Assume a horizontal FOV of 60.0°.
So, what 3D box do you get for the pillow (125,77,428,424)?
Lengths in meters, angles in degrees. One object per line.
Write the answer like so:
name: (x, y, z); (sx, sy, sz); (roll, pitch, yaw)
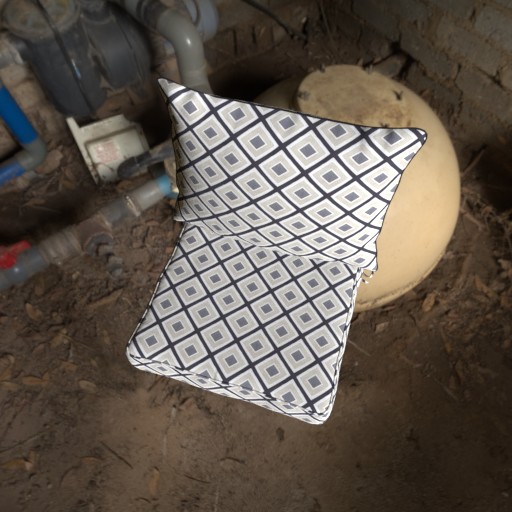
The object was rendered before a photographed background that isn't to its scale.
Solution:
pillow: (0.000, 0.000, 1.365); (0.798, 0.722, 0.733); (15, 60, 9)
